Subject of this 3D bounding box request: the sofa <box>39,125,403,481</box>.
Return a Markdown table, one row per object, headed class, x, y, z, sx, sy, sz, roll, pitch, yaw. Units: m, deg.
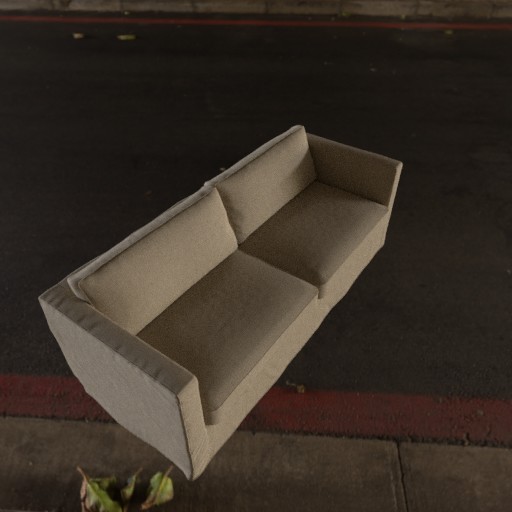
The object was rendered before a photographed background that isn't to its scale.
| class | x | y | z | sx | sy | sz | roll | pitch | yaw |
| --- | --- | --- | --- | --- | --- | --- | --- | --- | --- |
| sofa | 0.000 | 0.000 | 2.766 | 0.956 | 0.847 | 2.296 | 25 | 47 | 26 |
